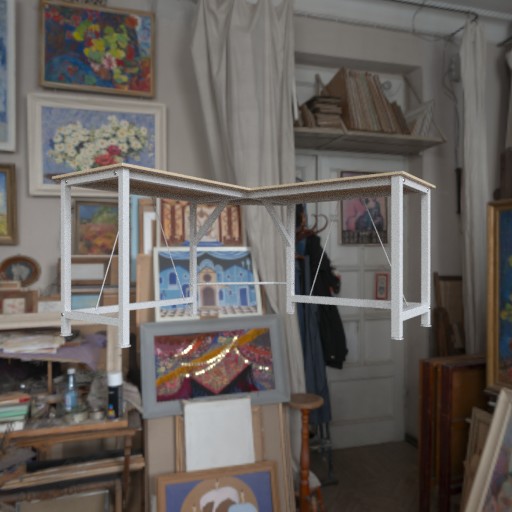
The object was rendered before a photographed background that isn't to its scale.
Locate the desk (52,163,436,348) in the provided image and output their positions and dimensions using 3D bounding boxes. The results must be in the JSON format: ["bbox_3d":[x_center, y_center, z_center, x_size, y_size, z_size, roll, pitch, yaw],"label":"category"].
[{"bbox_3d":[0.000,0.000,2.273,1.400,0.762,1.400,0,0,37],"label":"desk"}]
